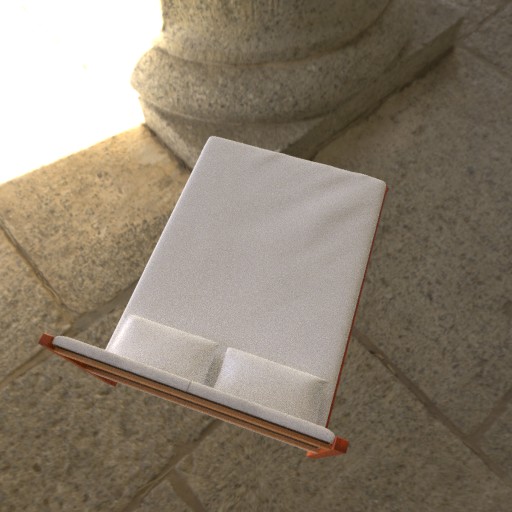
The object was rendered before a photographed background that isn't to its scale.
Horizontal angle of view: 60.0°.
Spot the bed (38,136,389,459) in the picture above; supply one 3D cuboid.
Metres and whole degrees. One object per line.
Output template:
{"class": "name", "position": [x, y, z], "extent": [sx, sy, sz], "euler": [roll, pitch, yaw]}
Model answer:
{"class": "bed", "position": [0.000, 0.000, 3.025], "extent": [1.566, 1.165, 2.117], "euler": [17, 65, 8]}
